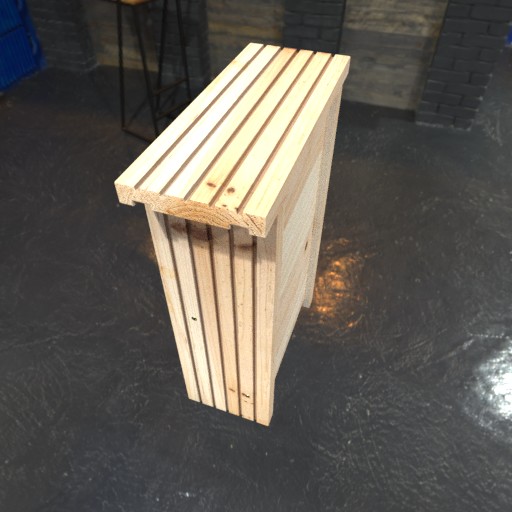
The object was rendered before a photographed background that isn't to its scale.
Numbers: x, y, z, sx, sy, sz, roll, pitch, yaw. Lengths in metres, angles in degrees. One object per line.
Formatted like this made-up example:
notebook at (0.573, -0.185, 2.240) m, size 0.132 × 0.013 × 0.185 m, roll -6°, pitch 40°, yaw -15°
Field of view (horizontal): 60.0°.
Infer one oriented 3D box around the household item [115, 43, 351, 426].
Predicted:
household item at (0.000, 0.000, 0.568) m, size 0.123 × 0.407 × 0.301 m, roll 14°, pitch 47°, yaw 14°
